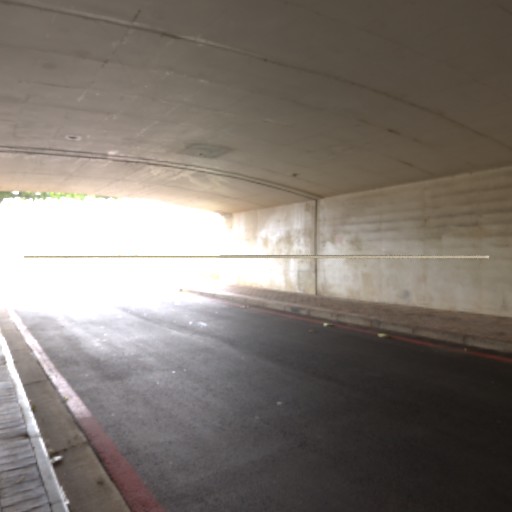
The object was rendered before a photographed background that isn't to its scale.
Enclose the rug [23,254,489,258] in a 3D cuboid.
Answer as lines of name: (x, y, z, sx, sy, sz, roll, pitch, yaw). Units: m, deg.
rug: (0.000, 0.000, 2.883, 2.244, 0.017, 1.532, 0, 0, 0)
